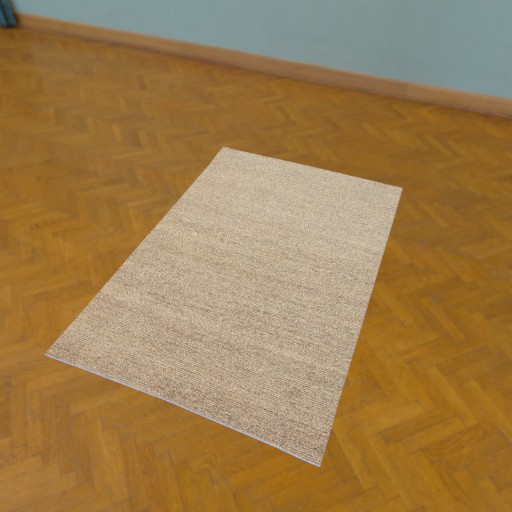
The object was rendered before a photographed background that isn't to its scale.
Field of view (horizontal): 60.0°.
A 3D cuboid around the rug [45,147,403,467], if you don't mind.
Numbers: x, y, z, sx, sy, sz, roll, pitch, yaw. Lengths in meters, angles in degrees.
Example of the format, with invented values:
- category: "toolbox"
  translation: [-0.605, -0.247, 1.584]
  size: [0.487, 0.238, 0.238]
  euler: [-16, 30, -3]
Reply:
- category: "rug"
  translation: [0.000, 0.000, 3.032]
  size: [1.609, 0.030, 2.342]
  euler: [16, 48, 16]
